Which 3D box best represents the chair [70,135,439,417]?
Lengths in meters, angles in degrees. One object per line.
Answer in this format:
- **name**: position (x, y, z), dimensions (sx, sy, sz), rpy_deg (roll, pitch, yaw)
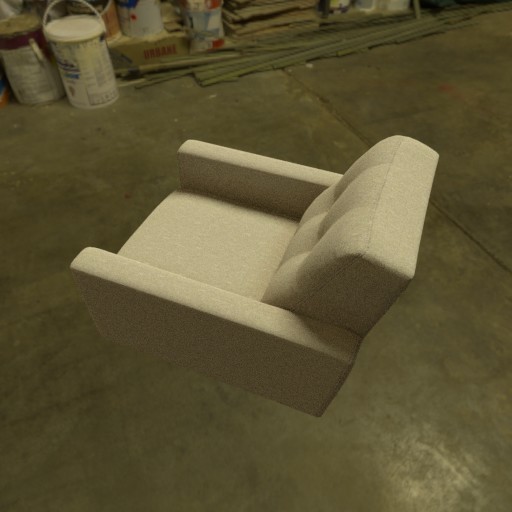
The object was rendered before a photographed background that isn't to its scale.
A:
- **chair**: position (0.000, 0.000, 1.804), dimensions (1.128, 0.965, 0.897), rpy_deg (16, 48, 15)
